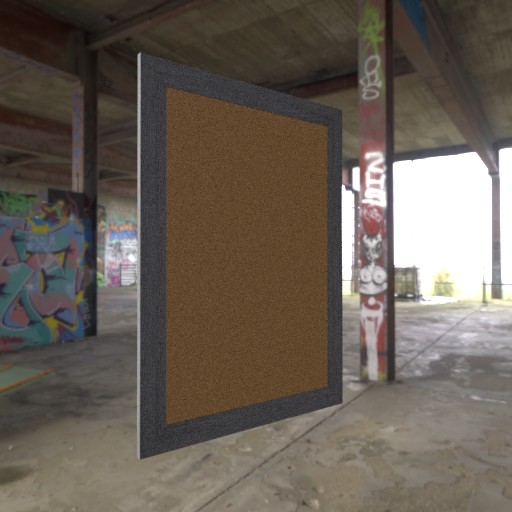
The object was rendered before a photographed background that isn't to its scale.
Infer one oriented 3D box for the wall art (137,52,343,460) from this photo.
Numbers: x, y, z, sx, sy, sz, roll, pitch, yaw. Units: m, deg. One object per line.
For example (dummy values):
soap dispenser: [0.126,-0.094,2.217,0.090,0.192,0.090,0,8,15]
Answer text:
wall art: [0.000,0.000,1.398,0.768,1.070,0.020,0,0,-36]
